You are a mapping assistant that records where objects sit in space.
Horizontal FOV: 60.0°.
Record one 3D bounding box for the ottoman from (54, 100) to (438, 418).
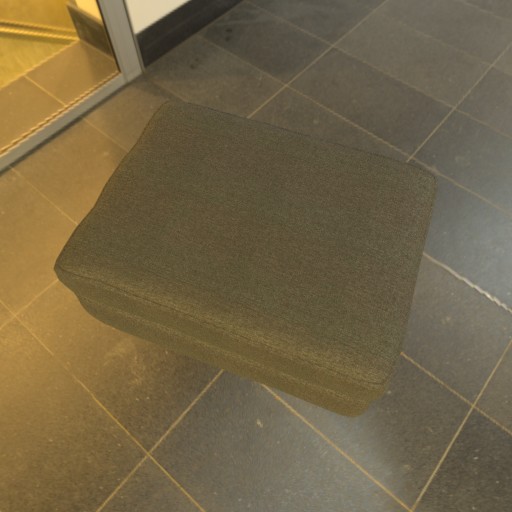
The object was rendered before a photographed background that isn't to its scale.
[{"bbox_3d":[0.000,0.000,1.266,0.826,0.496,0.639,18,63,10],"label":"ottoman"}]
